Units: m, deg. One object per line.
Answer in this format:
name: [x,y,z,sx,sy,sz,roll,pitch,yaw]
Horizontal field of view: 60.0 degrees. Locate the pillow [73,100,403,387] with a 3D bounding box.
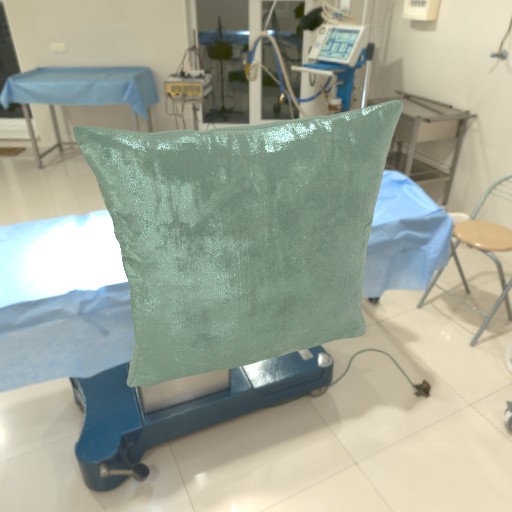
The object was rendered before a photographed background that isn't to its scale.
pillow: [0.000,0.000,0.717,0.470,0.464,0.175,-11,33,-17]
